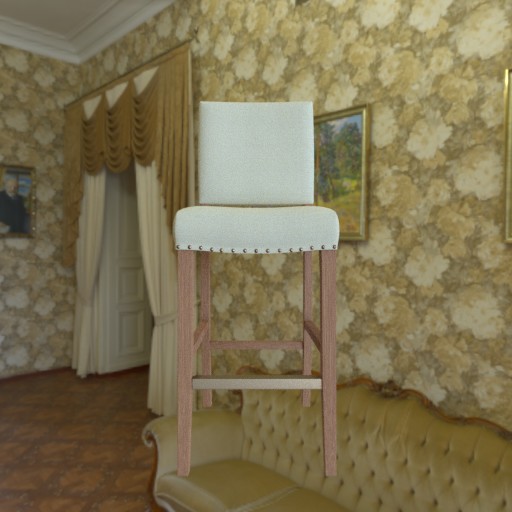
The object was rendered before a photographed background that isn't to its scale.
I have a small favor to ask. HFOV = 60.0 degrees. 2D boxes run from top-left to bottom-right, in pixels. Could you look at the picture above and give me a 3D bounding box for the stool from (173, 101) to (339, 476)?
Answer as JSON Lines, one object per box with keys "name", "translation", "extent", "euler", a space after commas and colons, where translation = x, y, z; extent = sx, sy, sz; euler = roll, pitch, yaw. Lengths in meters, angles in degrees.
{"name": "stool", "translation": [0.000, 0.000, 1.455], "extent": [0.445, 1.168, 0.584], "euler": [0, 1, 0]}
